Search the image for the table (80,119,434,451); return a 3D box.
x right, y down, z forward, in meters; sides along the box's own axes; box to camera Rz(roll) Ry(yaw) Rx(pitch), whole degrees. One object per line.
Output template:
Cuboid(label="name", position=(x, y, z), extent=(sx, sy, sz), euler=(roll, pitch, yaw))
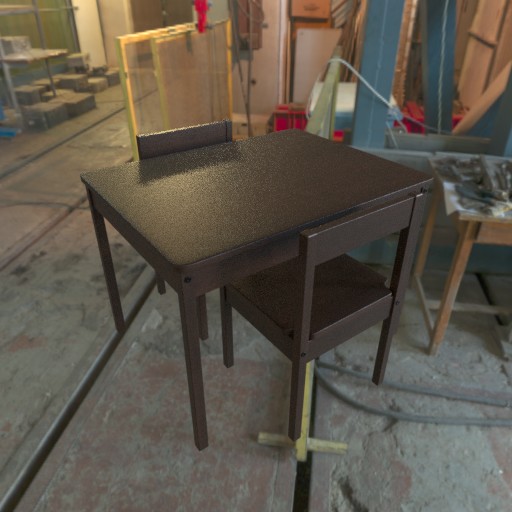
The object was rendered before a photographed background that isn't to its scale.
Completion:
Cuboid(label="table", position=(0.000, 0.000, 1.117), extent=(0.650, 0.503, 0.672), euler=(-21, 37, -30))
